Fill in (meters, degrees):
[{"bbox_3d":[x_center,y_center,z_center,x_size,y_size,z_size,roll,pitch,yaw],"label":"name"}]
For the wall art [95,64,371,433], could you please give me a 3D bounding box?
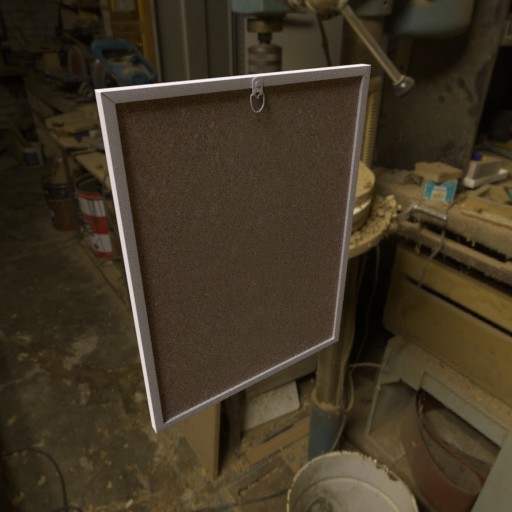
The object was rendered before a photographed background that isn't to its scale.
[{"bbox_3d":[0.000,0.000,1.388,0.805,1.056,0.042,-19,35,-29],"label":"wall art"}]
